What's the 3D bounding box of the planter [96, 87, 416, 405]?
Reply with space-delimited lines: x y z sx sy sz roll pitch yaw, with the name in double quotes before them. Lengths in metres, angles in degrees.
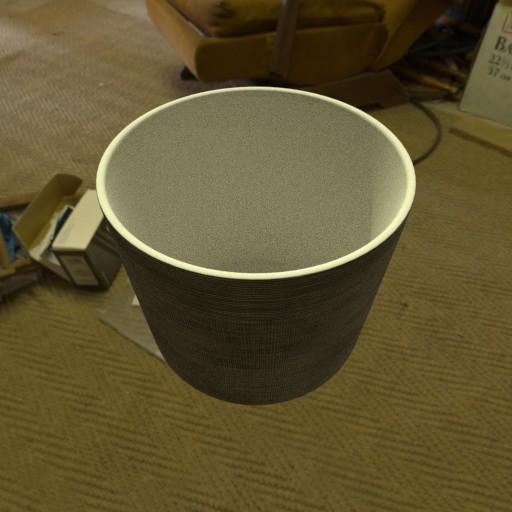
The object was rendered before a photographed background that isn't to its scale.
"planter" 0.000 0.000 0.771 0.440 0.398 0.440 0 47 0
